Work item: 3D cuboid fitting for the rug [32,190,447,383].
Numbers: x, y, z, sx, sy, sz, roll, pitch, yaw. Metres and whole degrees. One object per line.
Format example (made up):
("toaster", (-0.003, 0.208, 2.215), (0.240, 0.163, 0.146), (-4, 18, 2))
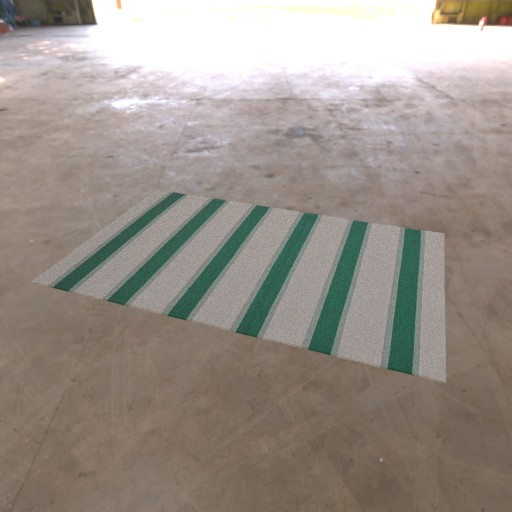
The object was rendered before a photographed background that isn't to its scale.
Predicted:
("rug", (0.000, 0.000, 3.025), (2.436, 0.015, 1.521), (11, 33, 16))
